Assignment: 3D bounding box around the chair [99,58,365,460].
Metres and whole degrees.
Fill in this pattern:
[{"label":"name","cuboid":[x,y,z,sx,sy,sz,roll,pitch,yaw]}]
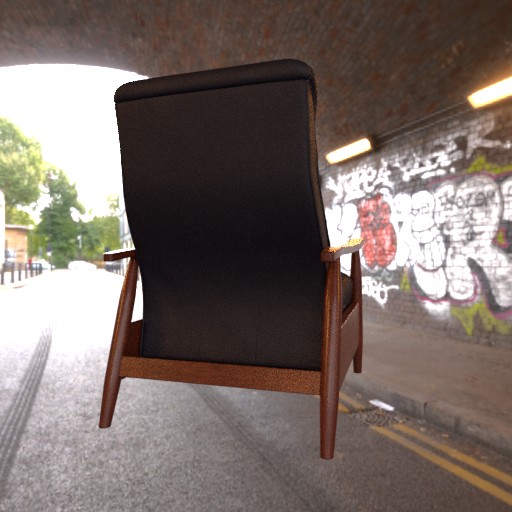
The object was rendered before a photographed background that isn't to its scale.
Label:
[{"label":"chair","cuboid":[0.000,0.000,1.745,0.762,1.082,1.014,0,-1,18]}]
